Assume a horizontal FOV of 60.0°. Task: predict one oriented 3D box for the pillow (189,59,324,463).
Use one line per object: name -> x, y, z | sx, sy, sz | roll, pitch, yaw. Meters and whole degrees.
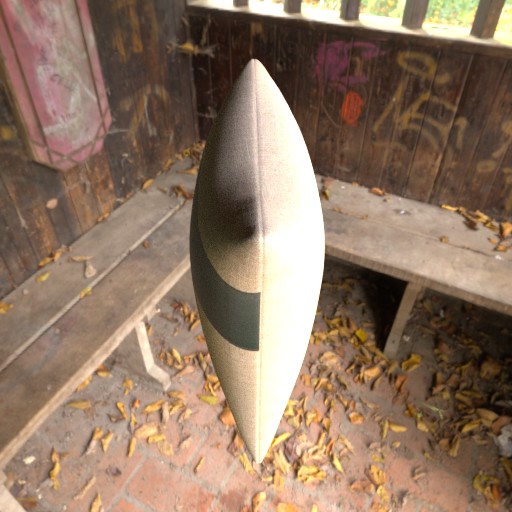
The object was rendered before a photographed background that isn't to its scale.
pillow -> 0.000, 0.000, 0.617 | 0.173, 0.399, 0.414 | -1, 42, -1
